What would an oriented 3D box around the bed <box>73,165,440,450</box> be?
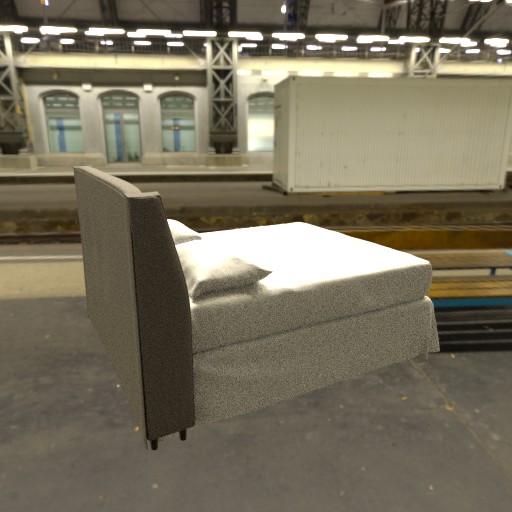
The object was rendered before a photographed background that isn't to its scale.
[{"bbox_3d":[0.000,0.000,3.360,2.276,1.332,1.925,-8,18,-27],"label":"bed"}]
